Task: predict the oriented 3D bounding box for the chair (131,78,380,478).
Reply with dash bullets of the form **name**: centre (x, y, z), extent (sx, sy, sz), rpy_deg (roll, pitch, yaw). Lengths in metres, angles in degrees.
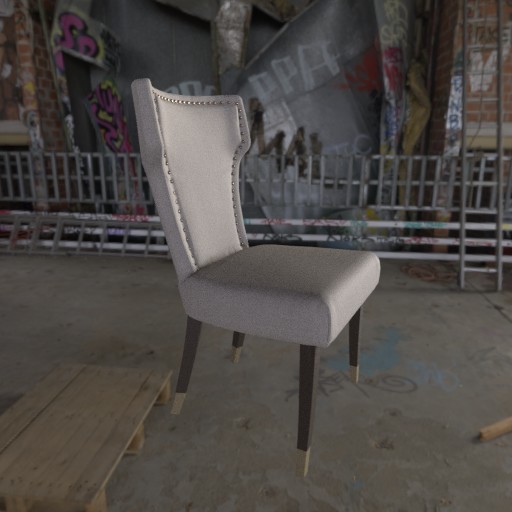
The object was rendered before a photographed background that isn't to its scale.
- **chair**: centre (0.000, 0.000, 1.307), extent (0.630, 0.950, 0.526), rpy_deg (7, 16, 26)
